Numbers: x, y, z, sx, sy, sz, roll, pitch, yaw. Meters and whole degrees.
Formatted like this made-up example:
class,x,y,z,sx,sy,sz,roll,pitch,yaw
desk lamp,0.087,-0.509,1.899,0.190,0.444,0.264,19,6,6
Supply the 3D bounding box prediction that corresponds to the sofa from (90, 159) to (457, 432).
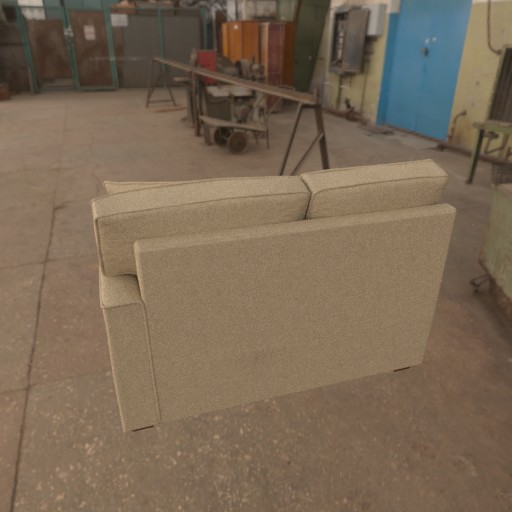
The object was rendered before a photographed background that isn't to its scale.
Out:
class,x,y,z,sx,sy,sz,roll,pitch,yaw
sofa,0.000,0.000,2.106,1.388,0.989,0.991,-8,28,-15
